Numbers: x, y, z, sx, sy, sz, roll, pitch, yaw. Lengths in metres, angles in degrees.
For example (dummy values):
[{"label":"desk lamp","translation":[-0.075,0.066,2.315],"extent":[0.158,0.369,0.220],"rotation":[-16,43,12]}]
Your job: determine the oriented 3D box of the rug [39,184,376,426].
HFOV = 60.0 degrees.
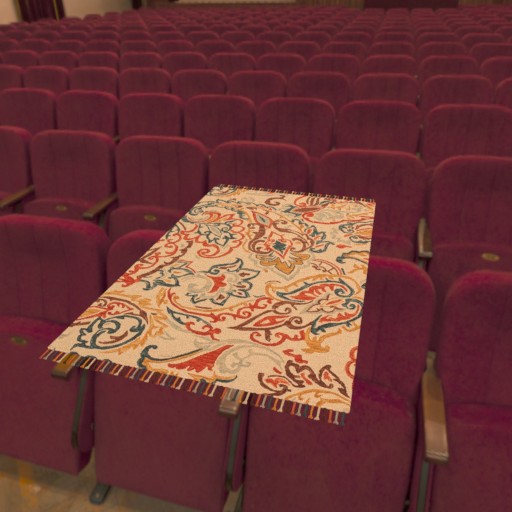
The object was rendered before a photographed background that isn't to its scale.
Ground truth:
[{"label":"rug","translation":[0.000,0.000,3.102],"extent":[1.523,0.010,2.584],"rotation":[8,30,14]}]
